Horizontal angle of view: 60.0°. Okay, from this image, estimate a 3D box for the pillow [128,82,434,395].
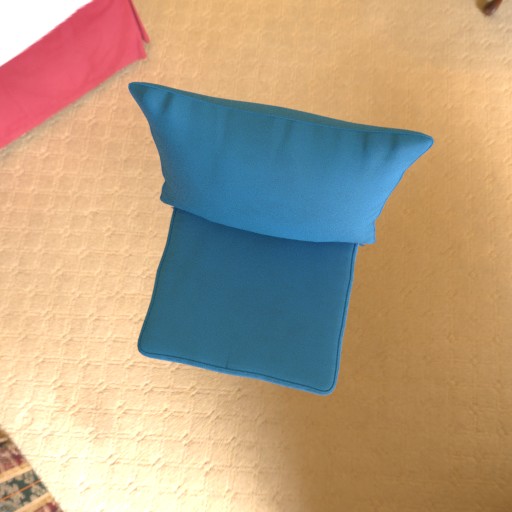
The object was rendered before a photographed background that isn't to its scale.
[{"bbox_3d":[0.000,0.000,1.353,0.798,0.725,0.733,11,76,3],"label":"pillow"}]
